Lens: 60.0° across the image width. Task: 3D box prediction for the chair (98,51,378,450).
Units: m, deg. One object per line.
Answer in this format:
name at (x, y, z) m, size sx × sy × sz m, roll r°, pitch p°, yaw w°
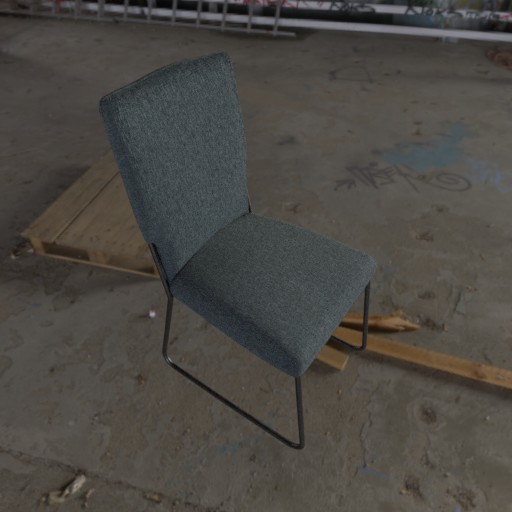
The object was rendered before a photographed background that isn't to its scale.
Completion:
chair at (0.000, 0.000, 1.265) m, size 0.635 × 0.931 × 0.480 m, roll 25°, pitch 47°, yaw 25°
